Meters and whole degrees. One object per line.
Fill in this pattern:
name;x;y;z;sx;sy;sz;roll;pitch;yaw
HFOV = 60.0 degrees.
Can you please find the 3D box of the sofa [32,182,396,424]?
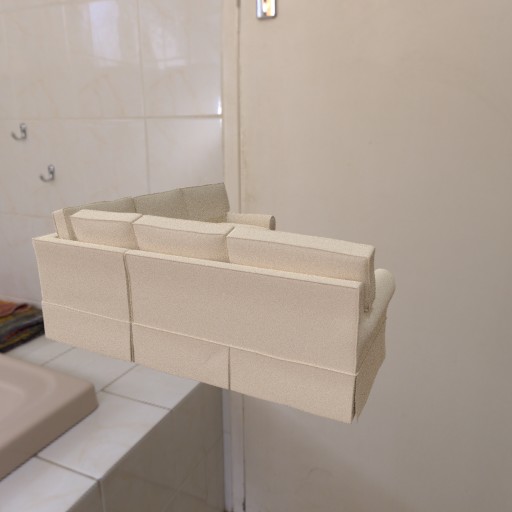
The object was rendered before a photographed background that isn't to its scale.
sofa;0.000;0.000;4.037;2.591;1.070;2.597;7;17;25
